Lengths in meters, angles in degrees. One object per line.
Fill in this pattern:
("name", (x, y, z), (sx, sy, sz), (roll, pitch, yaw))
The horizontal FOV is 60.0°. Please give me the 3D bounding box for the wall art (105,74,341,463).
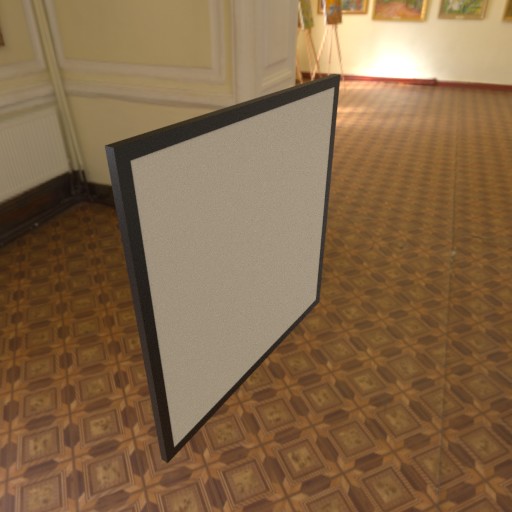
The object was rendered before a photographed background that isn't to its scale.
("wall art", (0.000, 0.000, 1.189), (0.022, 0.807, 0.807), (20, 37, 29))
